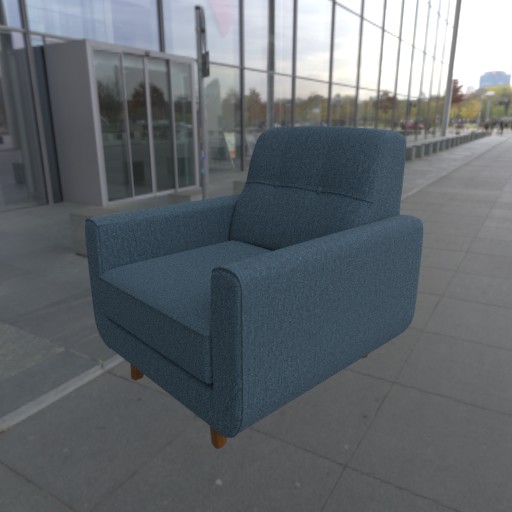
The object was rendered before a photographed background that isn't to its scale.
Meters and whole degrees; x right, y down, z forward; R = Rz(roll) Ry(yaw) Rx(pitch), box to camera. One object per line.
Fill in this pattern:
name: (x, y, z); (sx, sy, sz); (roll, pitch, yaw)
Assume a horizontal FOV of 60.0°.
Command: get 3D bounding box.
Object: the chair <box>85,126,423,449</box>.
chair: (0.000, 0.000, 1.679); (0.964, 0.940, 0.880); (-15, 23, -41)
